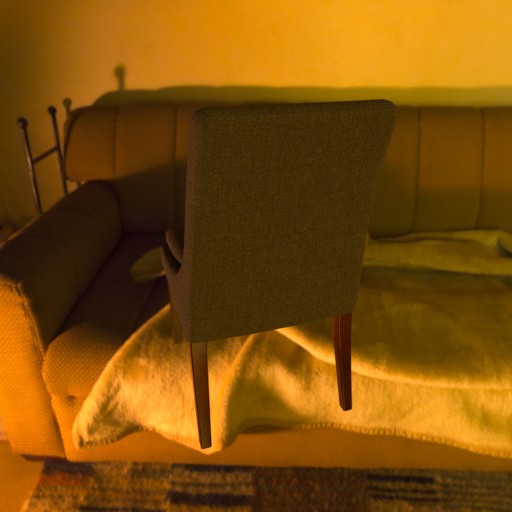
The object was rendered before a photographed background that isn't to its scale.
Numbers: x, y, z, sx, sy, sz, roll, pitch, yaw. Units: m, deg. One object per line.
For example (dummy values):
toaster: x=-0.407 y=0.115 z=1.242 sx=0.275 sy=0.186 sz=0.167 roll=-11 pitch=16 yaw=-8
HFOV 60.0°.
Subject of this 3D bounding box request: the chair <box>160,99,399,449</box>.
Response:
chair: x=0.000 y=0.000 z=1.348 sx=0.508 sy=0.952 sz=0.655 roll=-8 pitch=27 yaw=-17
